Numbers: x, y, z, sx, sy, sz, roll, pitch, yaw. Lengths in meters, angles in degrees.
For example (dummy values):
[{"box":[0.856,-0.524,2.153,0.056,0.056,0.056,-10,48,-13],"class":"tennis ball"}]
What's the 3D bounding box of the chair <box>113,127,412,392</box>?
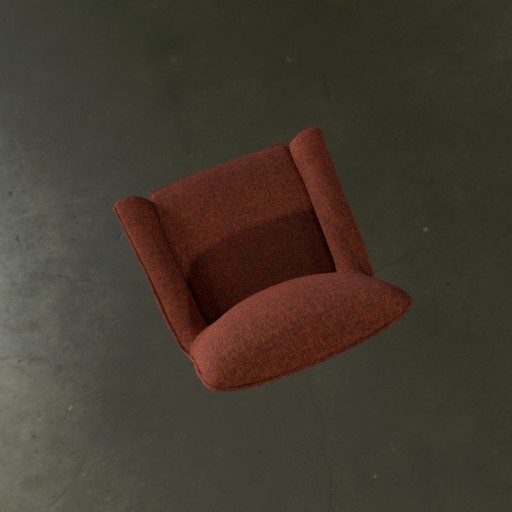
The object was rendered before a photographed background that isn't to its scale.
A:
[{"box":[0.000,0.000,1.531,0.803,0.911,0.784,-22,77,-5],"class":"chair"}]
